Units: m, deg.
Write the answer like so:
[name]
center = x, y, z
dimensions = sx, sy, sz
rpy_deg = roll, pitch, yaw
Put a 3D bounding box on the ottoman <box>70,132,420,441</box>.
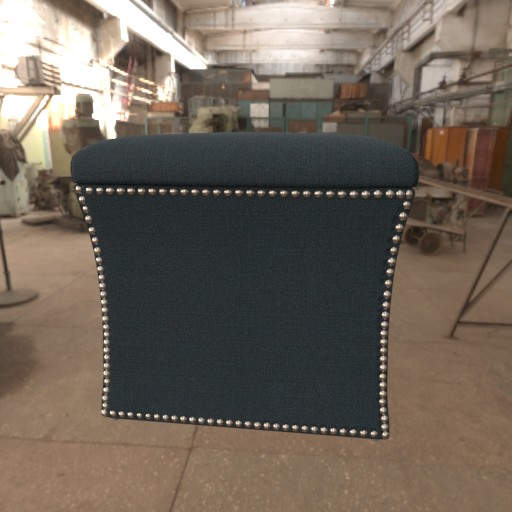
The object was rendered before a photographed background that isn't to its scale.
[ottoman]
center = 0.000, 0.000, 0.882
dimensions = 0.507, 0.475, 0.497
rpy_deg = 2, 15, 7
